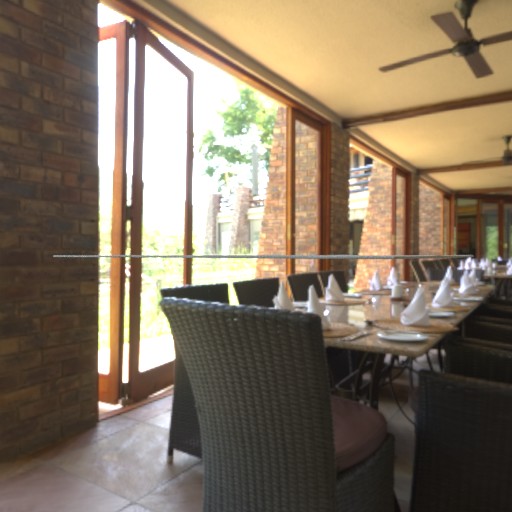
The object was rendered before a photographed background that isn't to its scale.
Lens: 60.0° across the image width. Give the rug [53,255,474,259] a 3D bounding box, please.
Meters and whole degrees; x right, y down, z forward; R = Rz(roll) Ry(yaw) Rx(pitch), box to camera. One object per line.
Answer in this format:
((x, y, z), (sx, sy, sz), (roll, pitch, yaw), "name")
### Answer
((0.000, 0.000, 3.042), (2.460, 0.016, 1.545), (0, 0, 36), "rug")
